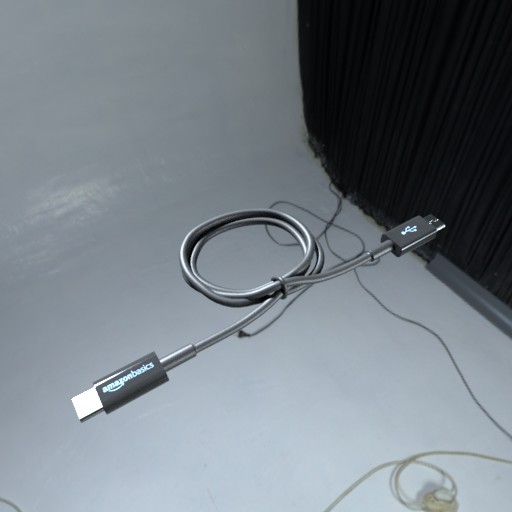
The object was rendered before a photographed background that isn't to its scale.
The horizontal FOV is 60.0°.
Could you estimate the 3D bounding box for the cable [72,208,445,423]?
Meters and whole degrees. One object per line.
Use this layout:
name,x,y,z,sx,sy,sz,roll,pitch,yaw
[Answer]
cable,0.000,0.000,0.212,0.192,0.014,0.070,-25,52,-22
